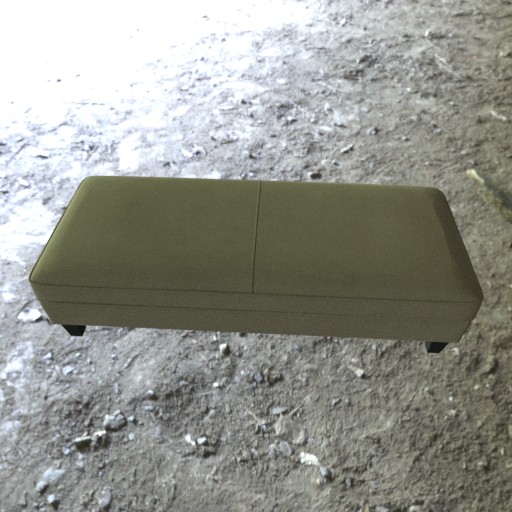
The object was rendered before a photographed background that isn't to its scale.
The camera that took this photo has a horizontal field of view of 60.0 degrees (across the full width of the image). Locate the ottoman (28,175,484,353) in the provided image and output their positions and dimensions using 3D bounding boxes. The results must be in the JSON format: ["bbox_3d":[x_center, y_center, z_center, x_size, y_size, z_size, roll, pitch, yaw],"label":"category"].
[{"bbox_3d":[0.000,0.000,1.996,1.726,0.460,0.735,2,46,2],"label":"ottoman"}]
